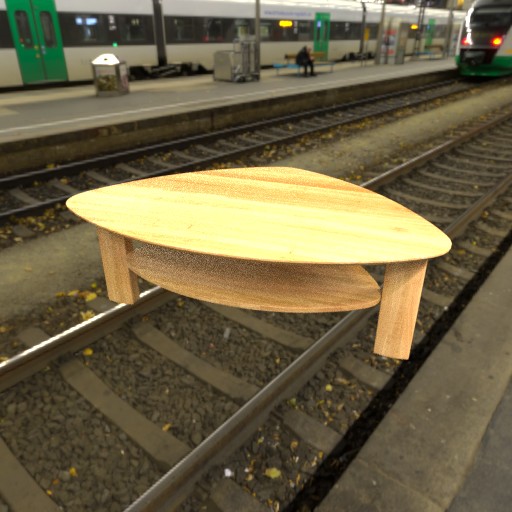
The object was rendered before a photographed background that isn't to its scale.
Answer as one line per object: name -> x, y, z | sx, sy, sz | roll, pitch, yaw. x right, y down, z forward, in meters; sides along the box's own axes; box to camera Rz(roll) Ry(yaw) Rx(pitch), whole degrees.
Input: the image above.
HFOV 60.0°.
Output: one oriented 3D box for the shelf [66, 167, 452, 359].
shelf -> 0.000, 0.000, 1.628 | 1.240, 0.439, 0.863 | 9, 28, 17
